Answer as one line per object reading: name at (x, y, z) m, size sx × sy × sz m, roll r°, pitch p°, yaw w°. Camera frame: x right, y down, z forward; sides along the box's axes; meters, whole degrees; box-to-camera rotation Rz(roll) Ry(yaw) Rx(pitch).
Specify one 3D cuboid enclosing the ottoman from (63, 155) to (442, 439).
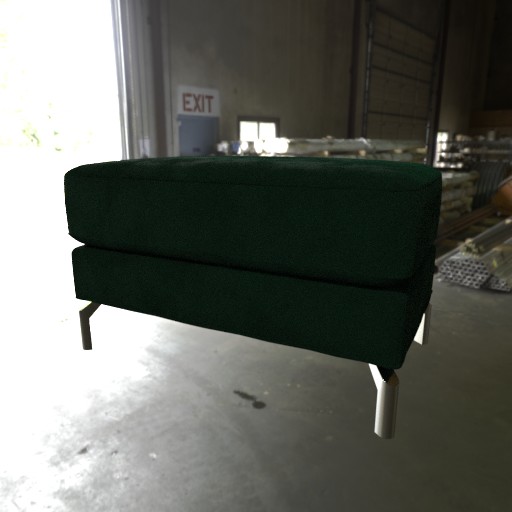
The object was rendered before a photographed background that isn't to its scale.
ottoman at (0.000, 0.000, 1.214) m, size 0.886 × 0.533 × 0.536 m, roll 7°, pitch 16°, yaw 26°
